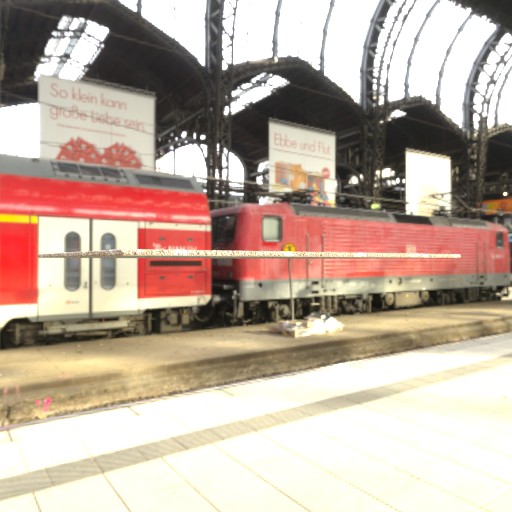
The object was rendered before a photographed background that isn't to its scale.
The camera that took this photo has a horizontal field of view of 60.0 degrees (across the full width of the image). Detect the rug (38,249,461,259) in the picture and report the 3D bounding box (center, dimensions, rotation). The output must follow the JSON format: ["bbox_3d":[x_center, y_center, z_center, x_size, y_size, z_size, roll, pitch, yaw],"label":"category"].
[{"bbox_3d":[0.000,0.000,3.403,2.743,0.030,1.778,0,-1,-37],"label":"rug"}]
